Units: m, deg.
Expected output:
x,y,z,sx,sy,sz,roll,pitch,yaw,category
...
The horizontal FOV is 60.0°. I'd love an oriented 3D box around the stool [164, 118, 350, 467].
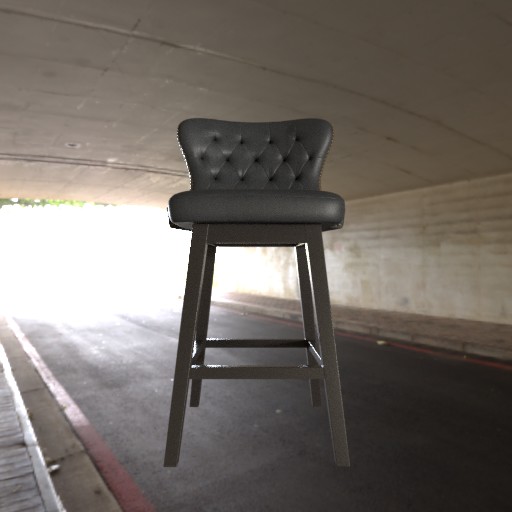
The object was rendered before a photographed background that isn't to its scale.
x,y,z,sx,sy,sz,roll,pitch,yaw,category
0.000,0.000,1.315,0.528,0.971,0.593,0,-1,0,stool
